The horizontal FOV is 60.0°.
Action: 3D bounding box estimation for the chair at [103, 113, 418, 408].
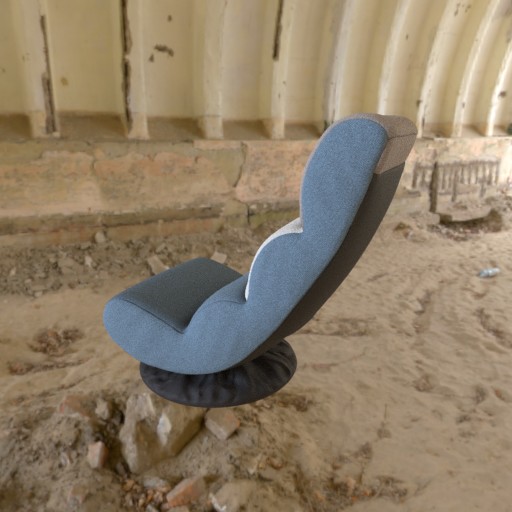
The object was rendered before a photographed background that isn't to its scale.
[{"bbox_3d":[0.000,0.000,1.066,0.661,0.641,0.420,7,17,24],"label":"chair"}]
